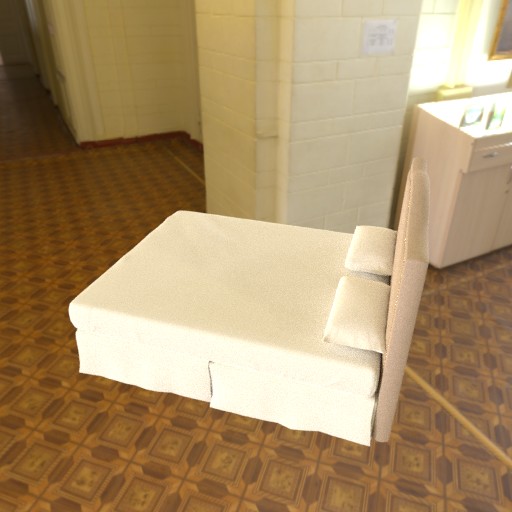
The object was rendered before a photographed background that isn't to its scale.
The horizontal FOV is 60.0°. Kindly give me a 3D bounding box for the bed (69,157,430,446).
[{"bbox_3d":[0.000,0.000,3.419,2.282,1.436,1.821,9,31,16],"label":"bed"}]
